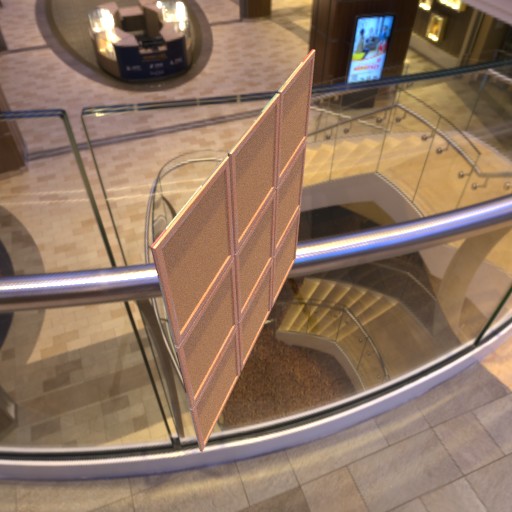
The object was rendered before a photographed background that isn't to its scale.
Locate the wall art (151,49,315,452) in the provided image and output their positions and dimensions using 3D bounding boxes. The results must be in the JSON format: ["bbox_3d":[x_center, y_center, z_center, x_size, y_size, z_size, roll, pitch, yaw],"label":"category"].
[{"bbox_3d":[0.000,0.000,1.826,0.013,1.220,1.216,17,48,15],"label":"wall art"}]
